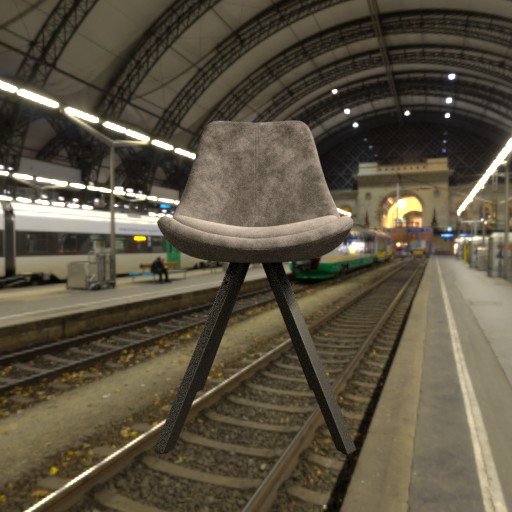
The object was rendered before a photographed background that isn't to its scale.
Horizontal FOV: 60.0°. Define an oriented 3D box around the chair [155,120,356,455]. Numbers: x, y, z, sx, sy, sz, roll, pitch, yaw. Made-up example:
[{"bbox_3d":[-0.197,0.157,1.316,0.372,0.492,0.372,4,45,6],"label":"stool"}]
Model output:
[{"bbox_3d":[0.000,0.000,1.172,0.485,0.850,0.550,0,1,1],"label":"chair"}]
